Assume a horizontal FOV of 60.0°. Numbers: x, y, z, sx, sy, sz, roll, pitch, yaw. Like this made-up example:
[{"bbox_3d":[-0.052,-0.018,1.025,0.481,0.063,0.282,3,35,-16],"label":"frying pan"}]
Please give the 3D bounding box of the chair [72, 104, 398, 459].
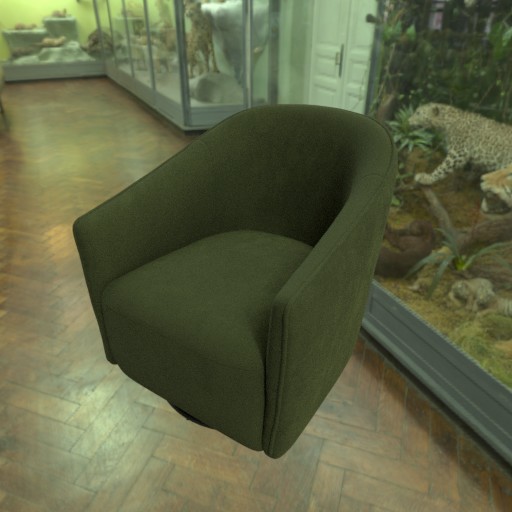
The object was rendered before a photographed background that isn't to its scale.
[{"bbox_3d":[0.000,0.000,1.428,0.747,0.799,0.875,19,35,29],"label":"chair"}]
